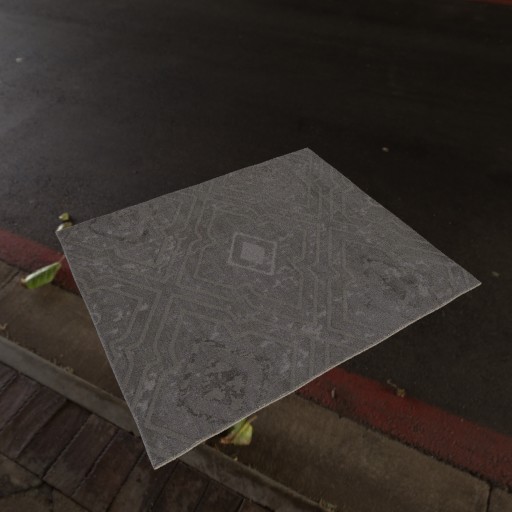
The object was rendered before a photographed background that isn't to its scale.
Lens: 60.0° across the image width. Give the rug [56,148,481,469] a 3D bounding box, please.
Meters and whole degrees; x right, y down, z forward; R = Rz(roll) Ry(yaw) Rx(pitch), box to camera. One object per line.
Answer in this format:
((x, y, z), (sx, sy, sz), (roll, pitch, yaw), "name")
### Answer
((0.000, 0.000, 0.863), (0.639, 0.006, 0.548), (-23, 49, -21), "rug")
